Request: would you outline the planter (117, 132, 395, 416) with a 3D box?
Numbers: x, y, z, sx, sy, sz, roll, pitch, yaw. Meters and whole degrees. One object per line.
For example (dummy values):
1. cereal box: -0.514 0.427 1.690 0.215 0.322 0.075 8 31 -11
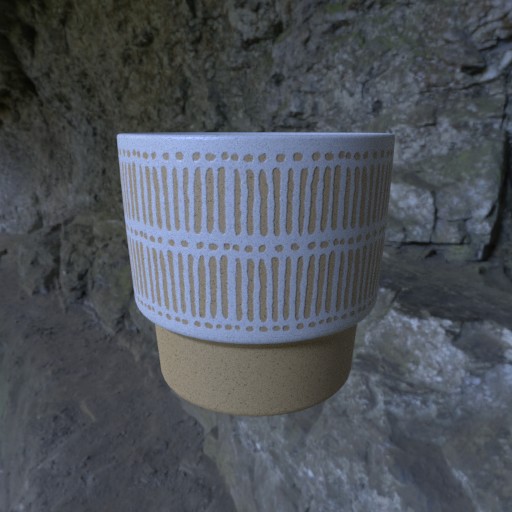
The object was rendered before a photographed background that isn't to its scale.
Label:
1. planter: 0.000 0.000 0.567 0.317 0.303 0.317 0 16 0
